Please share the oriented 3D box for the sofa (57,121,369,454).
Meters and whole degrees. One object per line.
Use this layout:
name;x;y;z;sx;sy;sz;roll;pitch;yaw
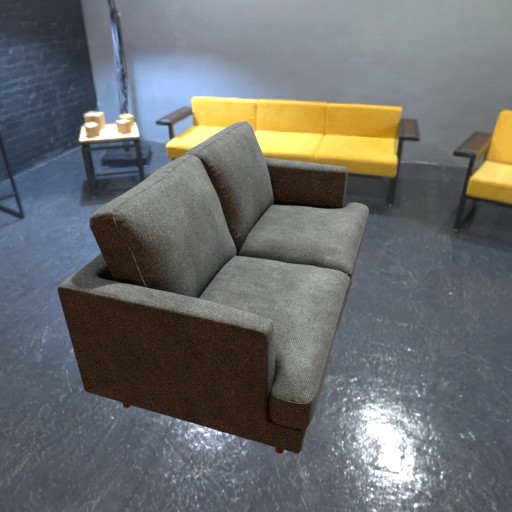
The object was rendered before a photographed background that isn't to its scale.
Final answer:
sofa;0.000;0.000;2.103;0.903;0.956;1.582;10;32;16
